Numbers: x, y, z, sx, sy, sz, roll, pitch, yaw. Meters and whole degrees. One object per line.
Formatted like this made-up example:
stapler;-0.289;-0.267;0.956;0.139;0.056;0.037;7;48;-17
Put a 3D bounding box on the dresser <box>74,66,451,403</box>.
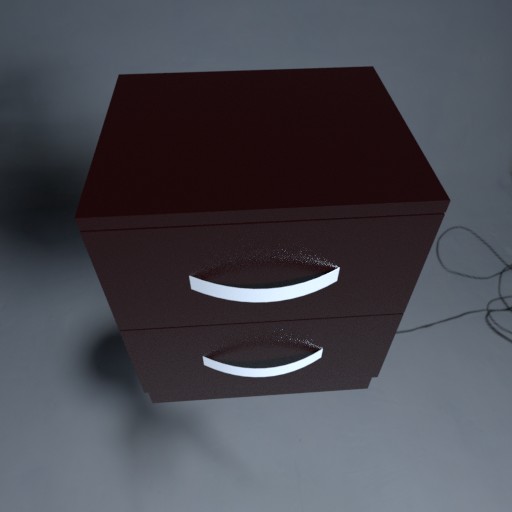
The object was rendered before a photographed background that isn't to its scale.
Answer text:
dresser;0.000;0.000;0.745;0.400;0.470;0.360;-3;47;-3
